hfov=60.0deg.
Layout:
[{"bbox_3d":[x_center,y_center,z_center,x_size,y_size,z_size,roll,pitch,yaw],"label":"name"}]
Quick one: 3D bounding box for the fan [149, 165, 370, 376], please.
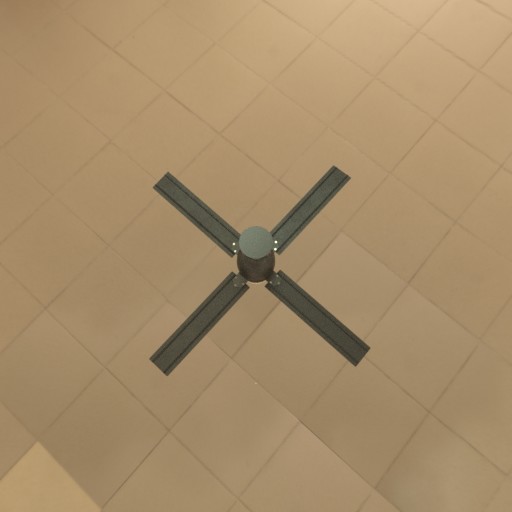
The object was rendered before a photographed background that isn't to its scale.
[{"bbox_3d":[0.000,0.000,2.012,1.319,0.410,1.319,40,78,10],"label":"fan"}]
